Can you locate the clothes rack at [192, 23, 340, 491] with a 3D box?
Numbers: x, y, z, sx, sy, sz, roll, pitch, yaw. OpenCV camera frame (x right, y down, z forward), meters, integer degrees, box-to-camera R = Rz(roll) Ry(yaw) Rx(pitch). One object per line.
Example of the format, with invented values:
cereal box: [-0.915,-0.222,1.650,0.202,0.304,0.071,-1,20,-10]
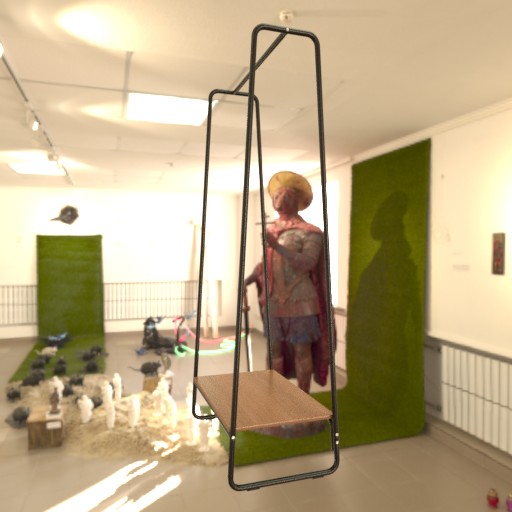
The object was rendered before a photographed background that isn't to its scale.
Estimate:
clothes rack: [0.000,0.000,1.752,0.400,1.500,0.640,0,1,-19]
